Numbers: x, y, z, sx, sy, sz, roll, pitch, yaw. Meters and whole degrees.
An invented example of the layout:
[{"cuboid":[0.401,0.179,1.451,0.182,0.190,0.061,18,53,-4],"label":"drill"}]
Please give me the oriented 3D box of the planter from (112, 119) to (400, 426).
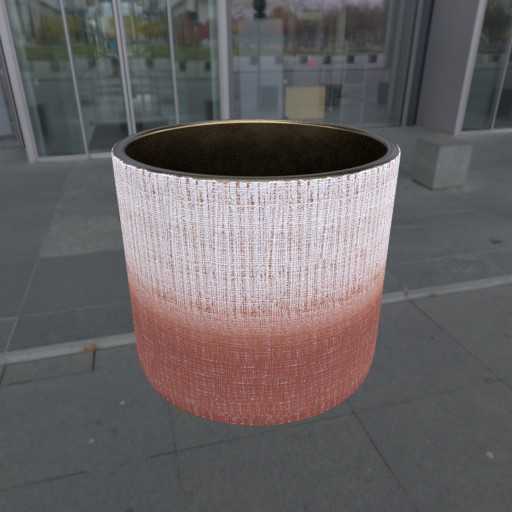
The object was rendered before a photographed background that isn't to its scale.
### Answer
[{"cuboid":[0.000,0.000,0.389,0.221,0.201,0.221,0,26,0],"label":"planter"}]
